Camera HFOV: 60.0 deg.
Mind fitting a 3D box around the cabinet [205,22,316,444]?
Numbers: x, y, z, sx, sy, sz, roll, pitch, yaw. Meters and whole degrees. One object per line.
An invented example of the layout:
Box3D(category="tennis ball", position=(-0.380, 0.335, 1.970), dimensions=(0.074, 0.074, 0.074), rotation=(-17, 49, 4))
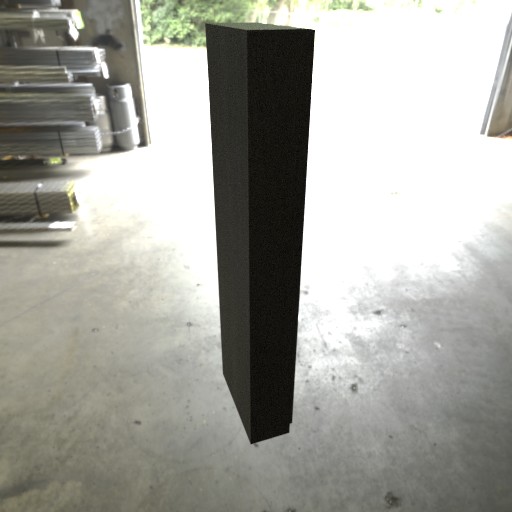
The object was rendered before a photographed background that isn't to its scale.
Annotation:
Box3D(category="cabinet", position=(0.000, 0.000, 1.939), dimensions=(0.230, 1.790, 0.500), rotation=(-10, 31, -17))
